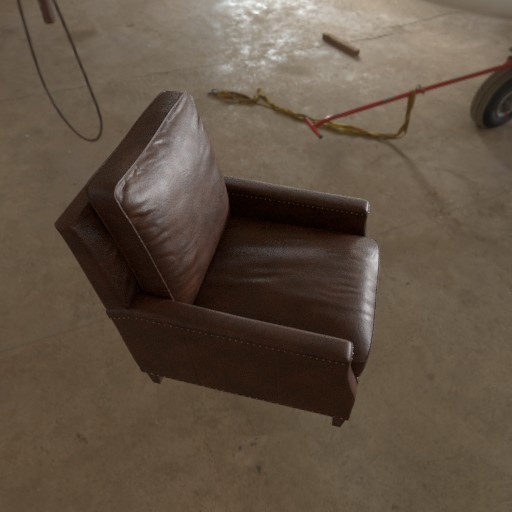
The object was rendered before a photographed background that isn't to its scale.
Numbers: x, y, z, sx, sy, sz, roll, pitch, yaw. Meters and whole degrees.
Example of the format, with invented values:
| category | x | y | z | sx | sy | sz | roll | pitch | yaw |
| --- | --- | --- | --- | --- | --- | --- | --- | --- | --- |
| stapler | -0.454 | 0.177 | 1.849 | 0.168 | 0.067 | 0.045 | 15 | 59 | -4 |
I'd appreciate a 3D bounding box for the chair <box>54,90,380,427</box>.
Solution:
| category | x | y | z | sx | sy | sz | roll | pitch | yaw |
| --- | --- | --- | --- | --- | --- | --- | --- | --- | --- |
| chair | 0.000 | 0.000 | 1.826 | 1.035 | 1.054 | 0.854 | 10 | 48 | 9 |
